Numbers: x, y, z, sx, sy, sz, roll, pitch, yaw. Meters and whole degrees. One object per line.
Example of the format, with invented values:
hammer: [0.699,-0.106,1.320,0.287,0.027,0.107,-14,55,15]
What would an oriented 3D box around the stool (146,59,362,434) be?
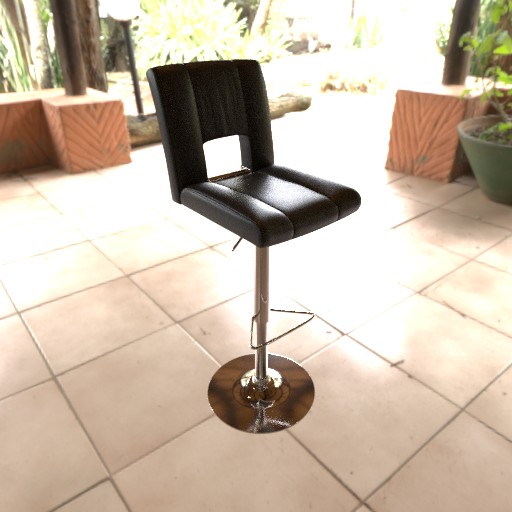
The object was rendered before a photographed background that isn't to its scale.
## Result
stool: [0.000,0.000,1.455,0.415,1.151,0.520,-22,35,-34]
